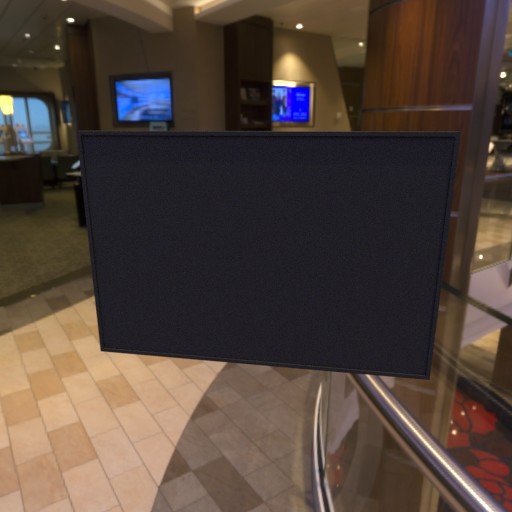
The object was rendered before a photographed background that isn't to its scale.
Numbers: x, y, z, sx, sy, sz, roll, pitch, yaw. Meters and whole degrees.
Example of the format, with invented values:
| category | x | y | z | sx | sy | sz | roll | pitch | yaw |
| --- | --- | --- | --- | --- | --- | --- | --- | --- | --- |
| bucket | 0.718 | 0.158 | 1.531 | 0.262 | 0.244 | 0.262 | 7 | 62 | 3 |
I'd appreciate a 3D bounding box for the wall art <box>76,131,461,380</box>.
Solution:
| category | x | y | z | sx | sy | sz | roll | pitch | yaw |
| --- | --- | --- | --- | --- | --- | --- | --- | --- | --- |
| wall art | 0.000 | 0.000 | 1.485 | 1.190 | 0.805 | 0.028 | 3 | 17 | 9 |
